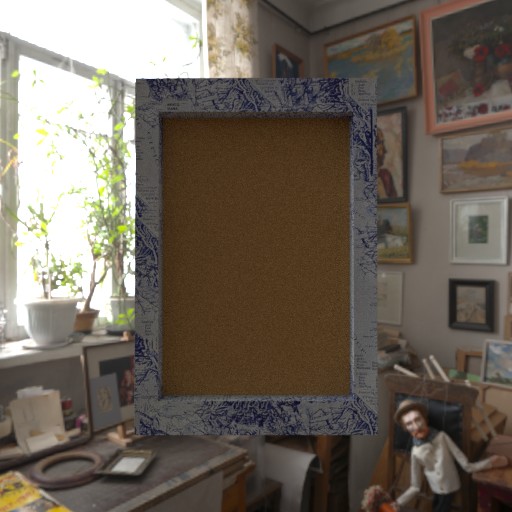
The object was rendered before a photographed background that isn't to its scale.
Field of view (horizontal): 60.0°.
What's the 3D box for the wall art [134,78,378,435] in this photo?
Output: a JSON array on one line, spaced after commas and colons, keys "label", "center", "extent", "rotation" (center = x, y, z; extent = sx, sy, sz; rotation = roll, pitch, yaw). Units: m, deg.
[{"label": "wall art", "center": [0.000, 0.000, 0.478], "extent": [0.255, 0.376, 0.025], "rotation": [0, -1, 0]}]
